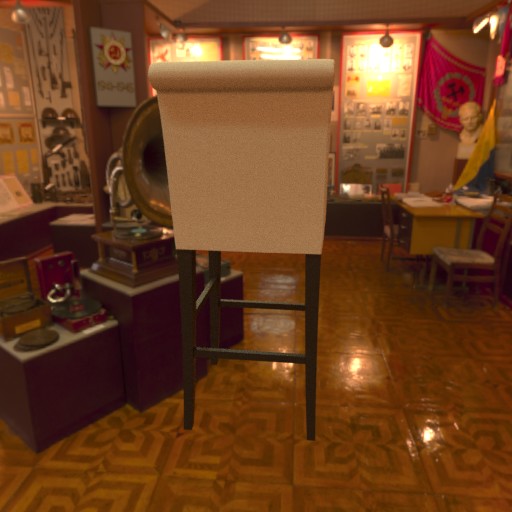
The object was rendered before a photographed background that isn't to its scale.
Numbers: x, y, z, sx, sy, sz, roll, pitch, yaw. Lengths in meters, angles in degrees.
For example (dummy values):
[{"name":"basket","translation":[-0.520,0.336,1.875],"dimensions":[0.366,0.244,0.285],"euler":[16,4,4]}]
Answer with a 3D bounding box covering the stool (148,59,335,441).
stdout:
[{"name":"stool","translation":[0.000,0.000,1.461],"dimensions":[0.452,1.124,0.597],"euler":[2,17,7]}]
